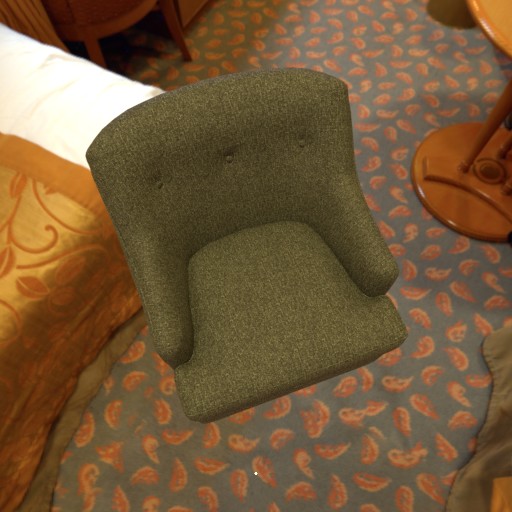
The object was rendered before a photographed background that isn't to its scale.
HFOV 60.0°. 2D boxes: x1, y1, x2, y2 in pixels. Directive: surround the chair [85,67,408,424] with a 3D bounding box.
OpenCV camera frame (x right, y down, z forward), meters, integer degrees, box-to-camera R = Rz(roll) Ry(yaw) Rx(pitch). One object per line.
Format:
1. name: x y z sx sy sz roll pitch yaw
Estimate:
1. chair: 0.000 0.000 1.584 0.864 0.856 0.923 -18 65 -8
